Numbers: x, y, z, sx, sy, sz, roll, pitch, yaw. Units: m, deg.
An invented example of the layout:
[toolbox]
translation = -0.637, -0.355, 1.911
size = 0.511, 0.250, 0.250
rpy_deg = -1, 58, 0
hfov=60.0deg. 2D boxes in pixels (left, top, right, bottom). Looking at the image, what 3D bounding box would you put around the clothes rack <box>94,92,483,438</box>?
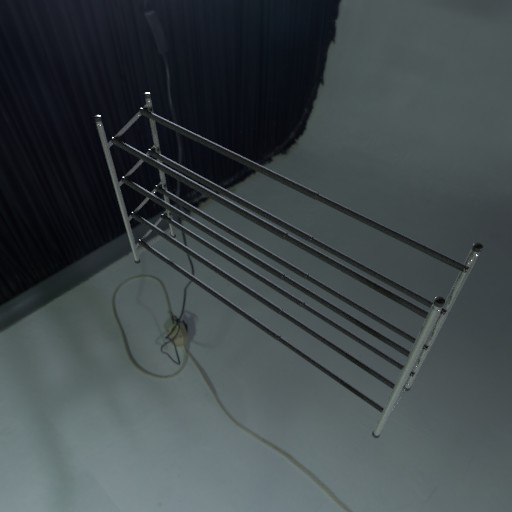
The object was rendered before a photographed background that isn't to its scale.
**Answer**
[clothes rack]
translation = 0.000, 0.000, 1.446
size = 1.168, 0.672, 0.229
rpy_deg = 31, 54, 27
